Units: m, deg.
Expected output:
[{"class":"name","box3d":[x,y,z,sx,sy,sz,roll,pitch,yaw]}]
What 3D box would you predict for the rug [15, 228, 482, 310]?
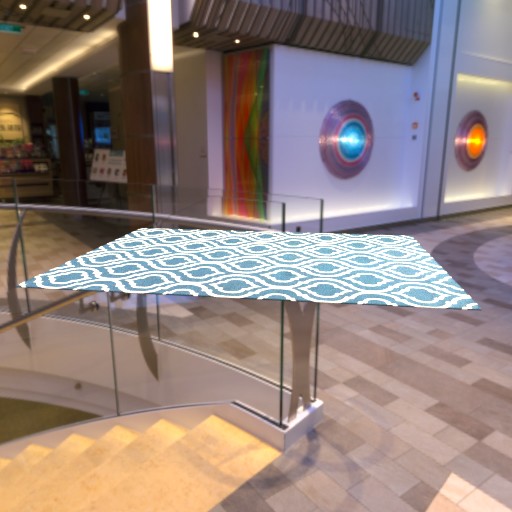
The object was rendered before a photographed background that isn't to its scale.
[{"class":"rug","box3d":[0.000,0.000,4.299,3.353,0.010,2.438,2,14,8]}]
